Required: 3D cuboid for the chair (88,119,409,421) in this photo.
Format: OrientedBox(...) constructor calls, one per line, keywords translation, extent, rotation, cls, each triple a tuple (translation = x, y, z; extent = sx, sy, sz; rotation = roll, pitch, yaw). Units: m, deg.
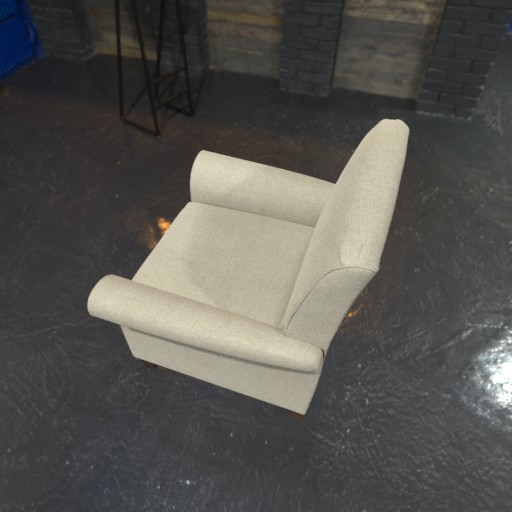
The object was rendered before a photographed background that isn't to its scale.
OrientedBox(translation=(0.000, 0.000, 1.765), extent=(0.905, 1.061, 0.978), rotation=(15, 48, 13), cls="chair")
